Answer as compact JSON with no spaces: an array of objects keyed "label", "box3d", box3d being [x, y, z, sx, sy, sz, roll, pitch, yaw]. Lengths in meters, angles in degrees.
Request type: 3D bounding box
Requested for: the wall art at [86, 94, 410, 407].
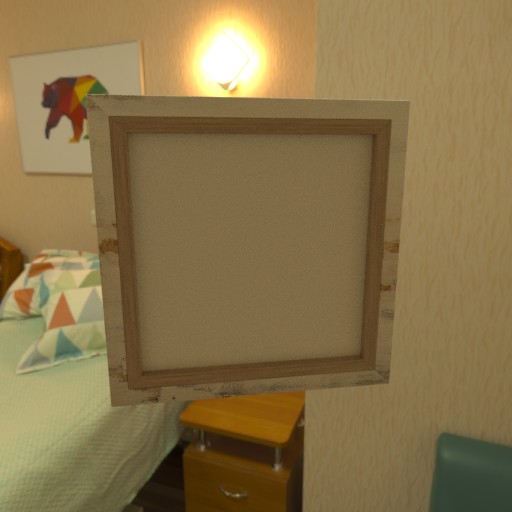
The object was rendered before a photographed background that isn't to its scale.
[{"label":"wall art","box3d":[0.000,0.000,1.119,0.753,0.755,0.038,-2,13,-9]}]
